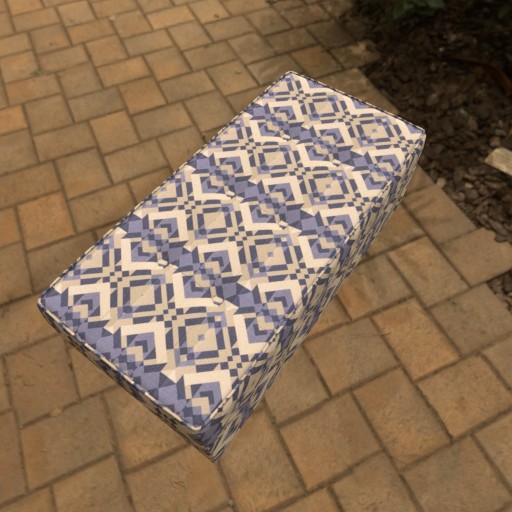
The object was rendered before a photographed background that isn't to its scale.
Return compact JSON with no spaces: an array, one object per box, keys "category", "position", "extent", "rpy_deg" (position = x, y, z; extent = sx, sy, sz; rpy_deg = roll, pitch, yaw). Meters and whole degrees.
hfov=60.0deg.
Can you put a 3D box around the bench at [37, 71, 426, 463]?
[{"category":"bench","position":[0.000,0.000,1.288],"extent":[0.492,0.477,1.016],"rpy_deg":[32,63,18]}]
